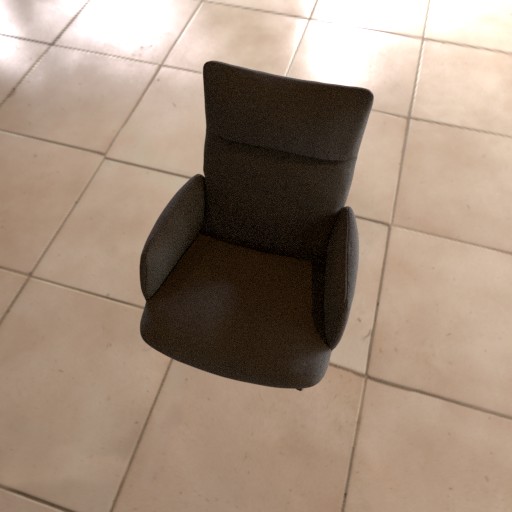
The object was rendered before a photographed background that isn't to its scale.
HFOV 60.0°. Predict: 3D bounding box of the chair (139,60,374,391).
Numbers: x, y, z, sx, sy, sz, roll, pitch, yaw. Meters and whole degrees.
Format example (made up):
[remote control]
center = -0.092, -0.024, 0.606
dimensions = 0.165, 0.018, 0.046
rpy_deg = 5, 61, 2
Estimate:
[chair]
center = 0.000, 0.000, 1.580
dimensions = 0.702, 0.984, 0.831
rpy_deg = 13, 60, 8
